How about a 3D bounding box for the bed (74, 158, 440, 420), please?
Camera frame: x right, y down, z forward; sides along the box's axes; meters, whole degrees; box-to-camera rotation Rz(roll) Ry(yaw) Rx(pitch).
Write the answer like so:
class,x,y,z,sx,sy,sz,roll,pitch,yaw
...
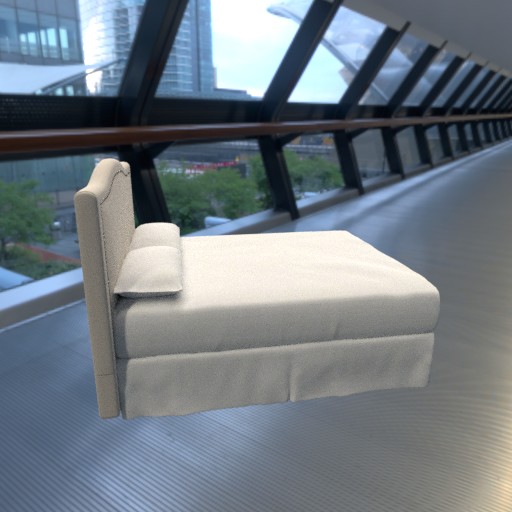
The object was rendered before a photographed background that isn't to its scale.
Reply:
class,x,y,z,sx,sy,sz,roll,pitch,yaw
bed,0.000,0.000,3.338,2.143,1.460,1.753,-3,17,-10
